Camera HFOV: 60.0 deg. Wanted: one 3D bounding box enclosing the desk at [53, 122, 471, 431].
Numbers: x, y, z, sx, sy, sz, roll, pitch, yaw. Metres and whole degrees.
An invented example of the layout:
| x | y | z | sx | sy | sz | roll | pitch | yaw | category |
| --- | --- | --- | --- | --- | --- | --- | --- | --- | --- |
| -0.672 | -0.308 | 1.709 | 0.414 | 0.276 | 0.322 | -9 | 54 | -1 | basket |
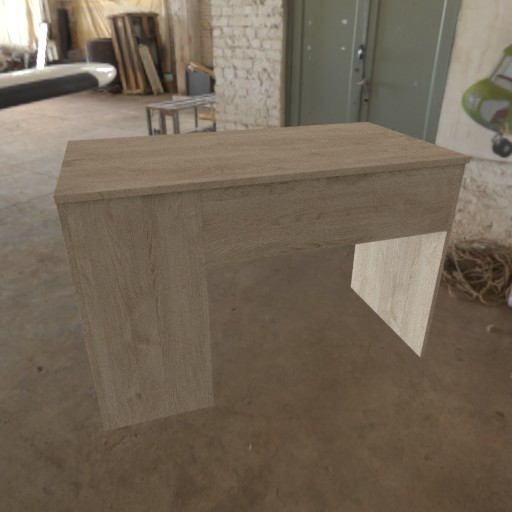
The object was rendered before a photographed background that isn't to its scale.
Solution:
| x | y | z | sx | sy | sz | roll | pitch | yaw | category |
| --- | --- | --- | --- | --- | --- | --- | --- | --- | --- |
| 0.000 | 0.000 | 1.503 | 1.096 | 0.730 | 0.560 | -8 | 28 | -16 | desk |
